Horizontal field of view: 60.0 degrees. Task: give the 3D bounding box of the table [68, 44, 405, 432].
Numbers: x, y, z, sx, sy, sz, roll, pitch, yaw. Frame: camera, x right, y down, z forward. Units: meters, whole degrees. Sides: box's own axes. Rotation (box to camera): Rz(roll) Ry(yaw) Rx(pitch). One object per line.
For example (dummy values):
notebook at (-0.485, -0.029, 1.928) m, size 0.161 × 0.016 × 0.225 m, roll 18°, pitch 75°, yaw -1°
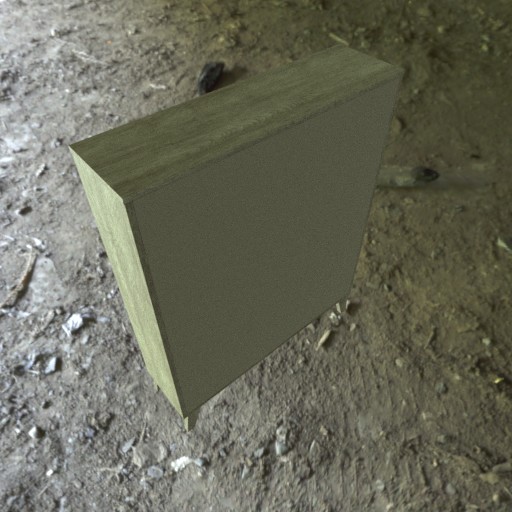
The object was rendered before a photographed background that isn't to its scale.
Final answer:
table at (0.000, 0.000, 1.545) m, size 0.902 × 1.135 × 0.256 m, roll -32°, pitch 54°, yaw -27°
